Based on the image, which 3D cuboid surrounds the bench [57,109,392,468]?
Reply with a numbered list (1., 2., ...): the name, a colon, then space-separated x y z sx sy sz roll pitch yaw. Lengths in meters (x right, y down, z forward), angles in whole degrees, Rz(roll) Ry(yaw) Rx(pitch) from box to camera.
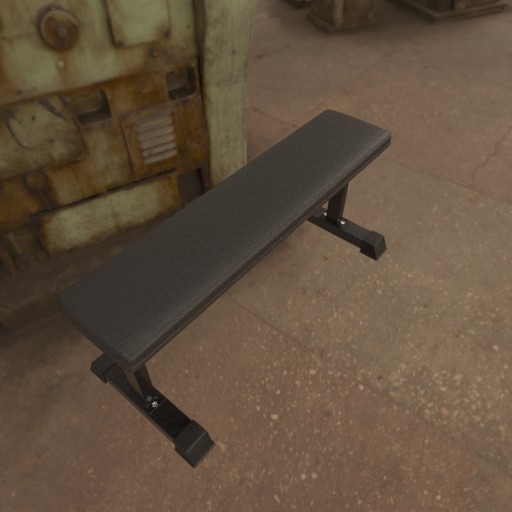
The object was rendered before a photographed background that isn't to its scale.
1. bench: 0.000 0.000 1.325 0.439 0.453 1.072 31 54 26
